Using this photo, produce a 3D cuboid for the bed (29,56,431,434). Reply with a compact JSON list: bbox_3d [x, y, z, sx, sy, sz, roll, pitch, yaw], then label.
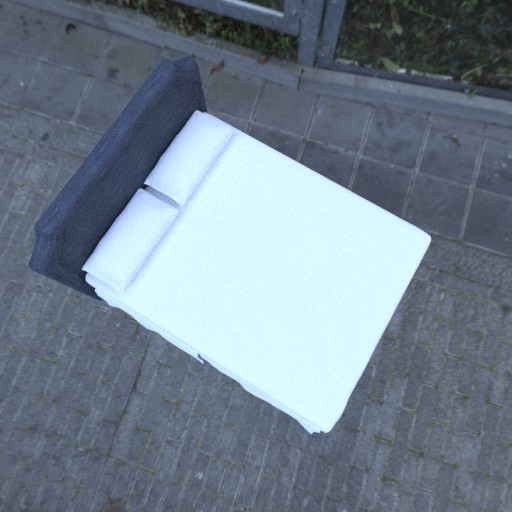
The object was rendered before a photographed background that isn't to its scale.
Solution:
[{"bbox_3d":[0.000,0.000,3.045,2.116,1.290,1.693,30,78,7],"label":"bed"}]
